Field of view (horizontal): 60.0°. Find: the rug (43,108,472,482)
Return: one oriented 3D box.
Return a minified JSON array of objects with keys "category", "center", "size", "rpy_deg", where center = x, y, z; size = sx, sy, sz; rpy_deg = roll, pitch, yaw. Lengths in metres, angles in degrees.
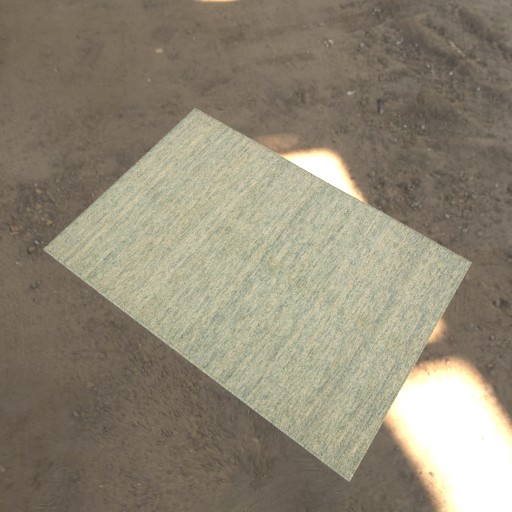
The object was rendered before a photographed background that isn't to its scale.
[{"category":"rug","center":[0.000,0.000,2.306],"size":[1.850,0.015,1.250],"rpy_deg":[33,67,16]}]
